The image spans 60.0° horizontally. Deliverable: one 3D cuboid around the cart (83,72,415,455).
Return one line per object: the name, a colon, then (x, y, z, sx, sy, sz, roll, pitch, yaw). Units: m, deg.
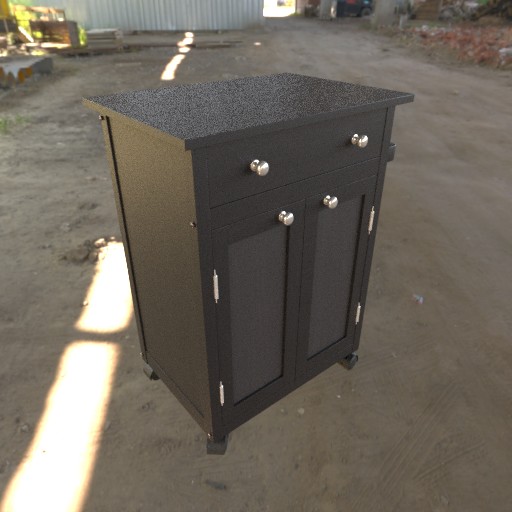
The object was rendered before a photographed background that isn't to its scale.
cart: (0.000, 0.000, 1.269, 0.660, 0.879, 0.456, -22, 37, -33)
